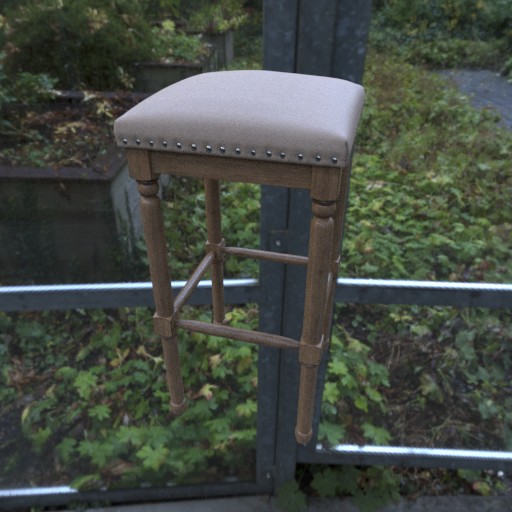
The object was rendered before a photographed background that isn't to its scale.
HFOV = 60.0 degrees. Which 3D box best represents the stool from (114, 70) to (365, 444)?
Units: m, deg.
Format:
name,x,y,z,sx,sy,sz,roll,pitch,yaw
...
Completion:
name,x,y,z,sx,sy,sz,roll,pitch,yaw
stool,0.000,0.000,1.001,0.382,0.768,0.383,8,33,13
